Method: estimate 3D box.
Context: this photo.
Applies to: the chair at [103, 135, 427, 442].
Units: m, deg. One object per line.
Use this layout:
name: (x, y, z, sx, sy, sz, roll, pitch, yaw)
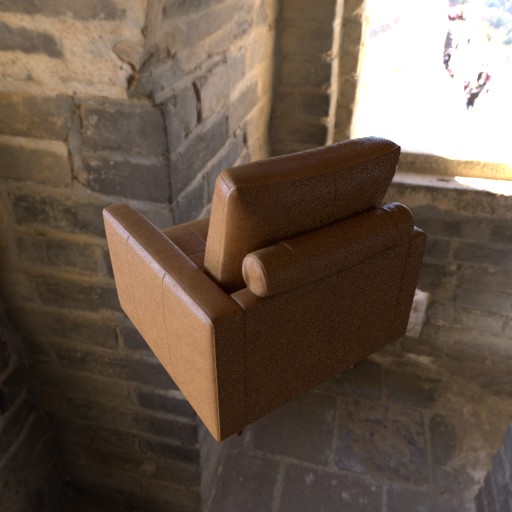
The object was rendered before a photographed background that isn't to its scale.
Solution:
chair: (0.000, 0.000, 1.570, 0.831, 0.896, 0.868, -20, 36, -29)
